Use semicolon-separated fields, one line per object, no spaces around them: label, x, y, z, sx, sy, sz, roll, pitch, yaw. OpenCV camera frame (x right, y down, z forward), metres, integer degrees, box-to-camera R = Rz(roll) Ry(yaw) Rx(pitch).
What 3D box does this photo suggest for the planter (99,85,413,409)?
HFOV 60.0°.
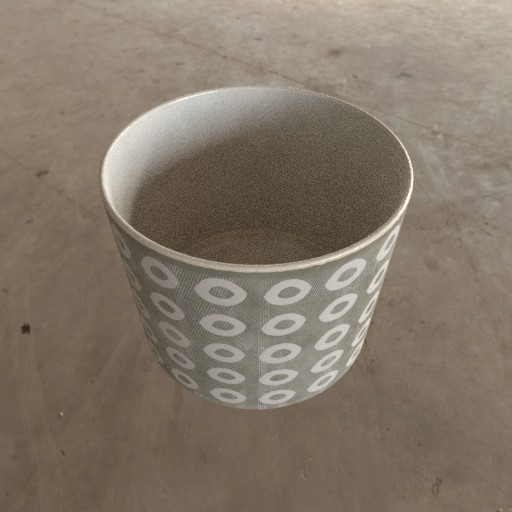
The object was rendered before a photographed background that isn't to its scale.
planter;0.000;0.000;0.447;0.250;0.239;0.250;0;46;0
